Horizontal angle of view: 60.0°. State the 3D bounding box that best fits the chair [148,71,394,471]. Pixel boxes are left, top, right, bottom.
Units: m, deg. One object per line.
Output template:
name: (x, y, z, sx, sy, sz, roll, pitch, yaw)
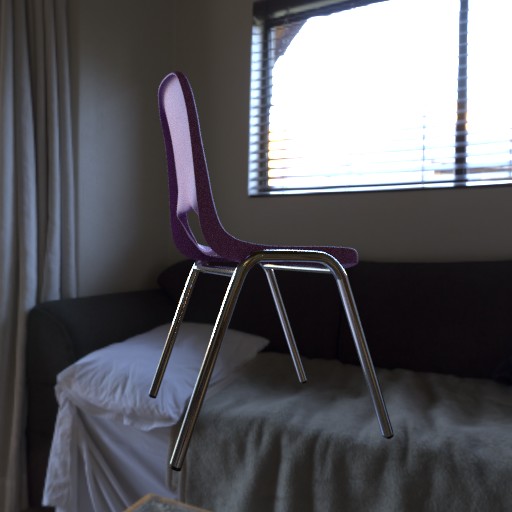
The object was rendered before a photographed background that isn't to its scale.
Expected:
chair: (0.000, 0.000, 0.687, 0.301, 0.493, 0.291, 0, 0, -19)
